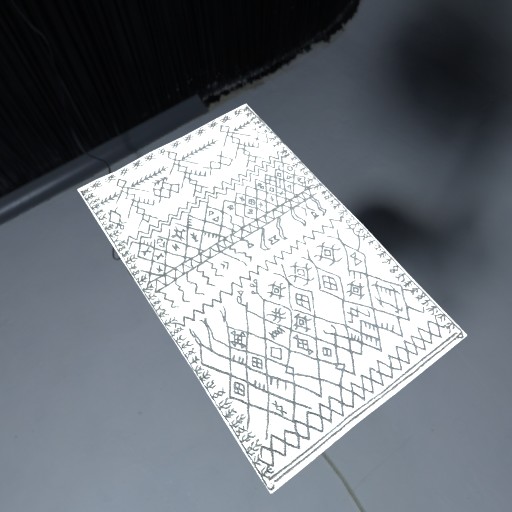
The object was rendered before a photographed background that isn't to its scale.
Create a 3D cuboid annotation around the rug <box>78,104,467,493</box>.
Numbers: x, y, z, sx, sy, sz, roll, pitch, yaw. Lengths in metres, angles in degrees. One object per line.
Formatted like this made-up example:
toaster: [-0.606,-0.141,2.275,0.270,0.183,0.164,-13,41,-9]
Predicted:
rug: [0.000,0.000,3.040,1.530,0.012,2.444,-32,67,-16]
